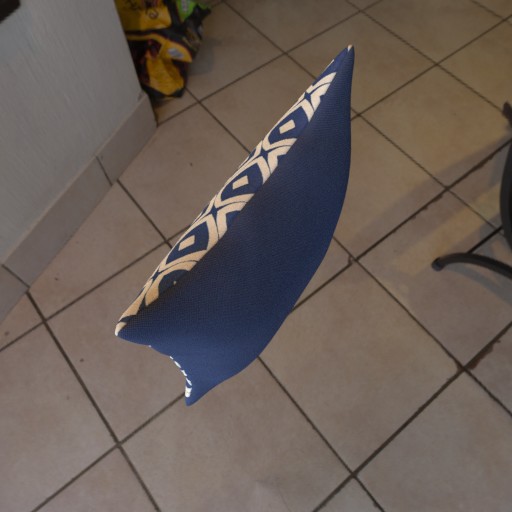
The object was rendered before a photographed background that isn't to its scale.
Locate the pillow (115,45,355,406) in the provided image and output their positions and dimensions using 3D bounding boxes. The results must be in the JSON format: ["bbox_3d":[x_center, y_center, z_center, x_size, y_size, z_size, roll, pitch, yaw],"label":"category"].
[{"bbox_3d":[0.000,0.000,0.749,0.188,0.494,0.504,30,67,14],"label":"pillow"}]
